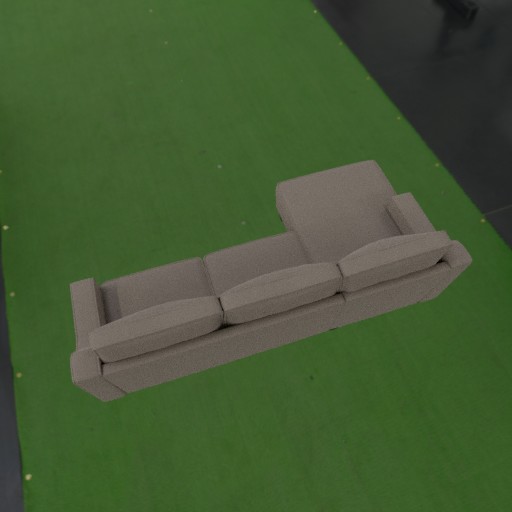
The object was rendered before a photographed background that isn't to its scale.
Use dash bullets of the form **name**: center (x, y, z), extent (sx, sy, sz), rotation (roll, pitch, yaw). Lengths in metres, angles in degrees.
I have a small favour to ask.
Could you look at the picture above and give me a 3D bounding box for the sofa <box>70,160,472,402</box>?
- **sofa**: center (0.000, 0.000, 3.223), extent (2.561, 0.928, 1.294), rotation (-16, 59, -9)
